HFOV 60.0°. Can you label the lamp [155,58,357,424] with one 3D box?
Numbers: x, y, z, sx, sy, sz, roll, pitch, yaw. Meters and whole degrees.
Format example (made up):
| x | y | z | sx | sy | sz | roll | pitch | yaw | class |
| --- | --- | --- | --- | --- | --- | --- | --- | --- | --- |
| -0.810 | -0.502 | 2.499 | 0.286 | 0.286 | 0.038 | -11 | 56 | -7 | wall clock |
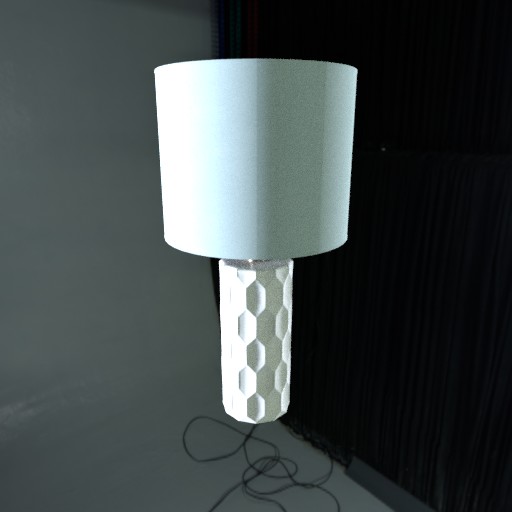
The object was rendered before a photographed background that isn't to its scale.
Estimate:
| x | y | z | sx | sy | sz | roll | pitch | yaw | class |
| --- | --- | --- | --- | --- | --- | --- | --- | --- | --- |
| 0.000 | 0.000 | 0.694 | 0.277 | 0.534 | 0.277 | 16 | 23 | 42 | lamp |
